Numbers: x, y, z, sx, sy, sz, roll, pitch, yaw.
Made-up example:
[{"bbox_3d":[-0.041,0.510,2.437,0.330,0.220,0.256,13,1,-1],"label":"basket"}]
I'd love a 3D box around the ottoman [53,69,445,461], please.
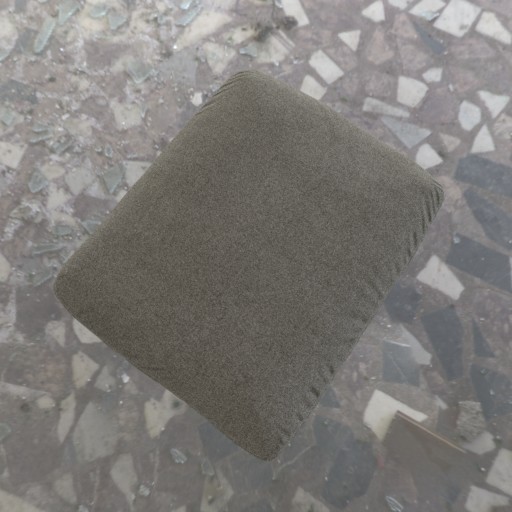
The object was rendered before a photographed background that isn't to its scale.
[{"bbox_3d":[0.000,0.000,1.224,0.683,0.481,0.837,35,78,9],"label":"ottoman"}]
